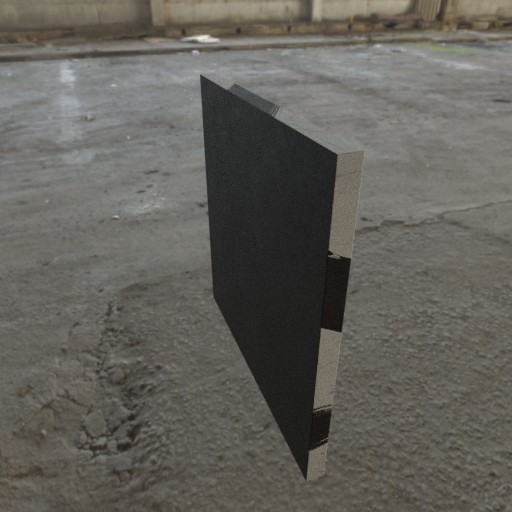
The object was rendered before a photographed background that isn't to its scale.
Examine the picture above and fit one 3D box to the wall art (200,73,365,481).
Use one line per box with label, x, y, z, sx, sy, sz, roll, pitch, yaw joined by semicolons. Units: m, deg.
wall art;0.000;0.000;1.131;0.046;0.765;0.765;-11;32;-18
